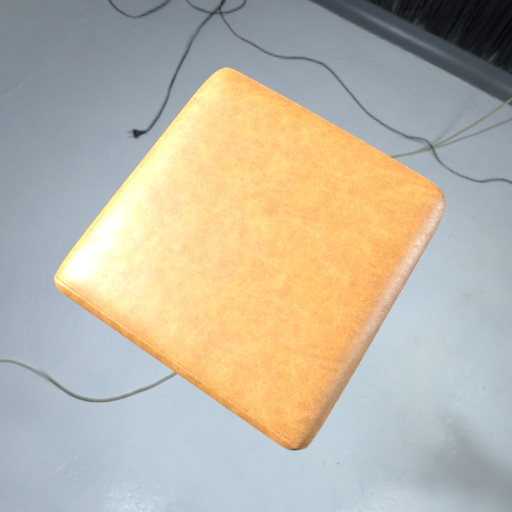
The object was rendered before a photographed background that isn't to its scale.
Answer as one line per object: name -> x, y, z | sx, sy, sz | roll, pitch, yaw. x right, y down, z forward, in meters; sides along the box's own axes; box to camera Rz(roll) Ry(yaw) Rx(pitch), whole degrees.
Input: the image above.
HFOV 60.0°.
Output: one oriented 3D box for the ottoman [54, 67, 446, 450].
ottoman -> 0.000, 0.000, 1.105 | 0.650, 0.399, 0.650 | 32, 78, 8
